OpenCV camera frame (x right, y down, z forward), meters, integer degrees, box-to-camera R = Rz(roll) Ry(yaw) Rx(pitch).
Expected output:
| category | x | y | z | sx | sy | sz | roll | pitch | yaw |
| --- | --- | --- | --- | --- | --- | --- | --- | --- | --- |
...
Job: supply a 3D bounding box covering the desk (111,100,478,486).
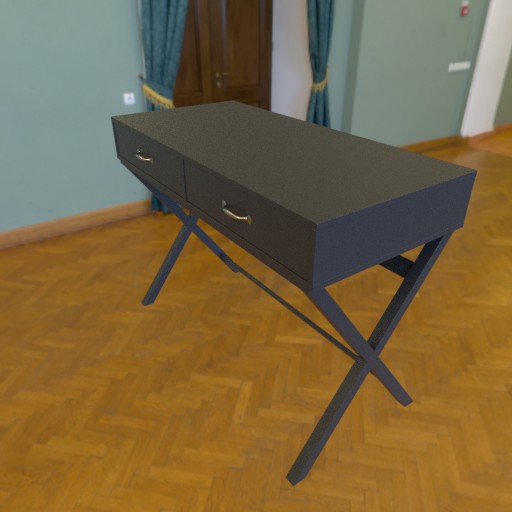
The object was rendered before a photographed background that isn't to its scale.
| category | x | y | z | sx | sy | sz | roll | pitch | yaw |
| --- | --- | --- | --- | --- | --- | --- | --- | --- | --- |
| desk | 0.000 | 0.000 | 1.474 | 0.525 | 0.780 | 1.057 | -19 | 35 | -30 |
